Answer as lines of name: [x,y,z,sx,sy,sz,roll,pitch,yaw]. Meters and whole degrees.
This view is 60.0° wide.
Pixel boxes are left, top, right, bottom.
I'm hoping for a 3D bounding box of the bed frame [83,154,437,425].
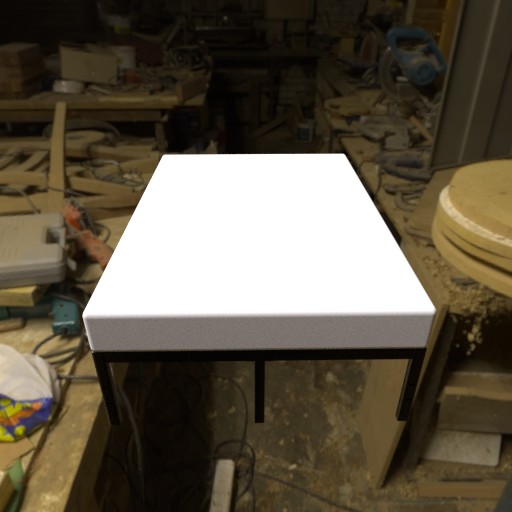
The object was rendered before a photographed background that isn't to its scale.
bed frame: [0.000,0.000,2.732,1.408,0.659,1.956,0,31,-1]
